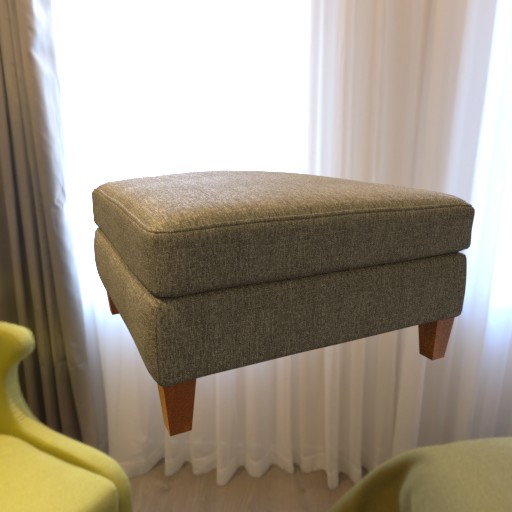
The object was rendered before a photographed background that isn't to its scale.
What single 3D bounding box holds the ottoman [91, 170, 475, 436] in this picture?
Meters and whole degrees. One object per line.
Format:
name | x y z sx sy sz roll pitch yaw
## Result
ottoman | 0.000 0.000 1.319 0.838 0.481 0.838 -7 16 -25
